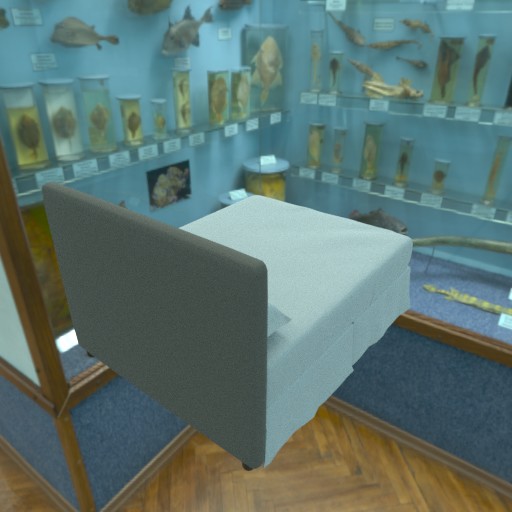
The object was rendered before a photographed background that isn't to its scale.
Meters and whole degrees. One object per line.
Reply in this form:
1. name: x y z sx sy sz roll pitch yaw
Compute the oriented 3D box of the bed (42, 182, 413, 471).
1. bed: 0.000 0.000 3.257 1.748 1.330 2.142 21 34 33
